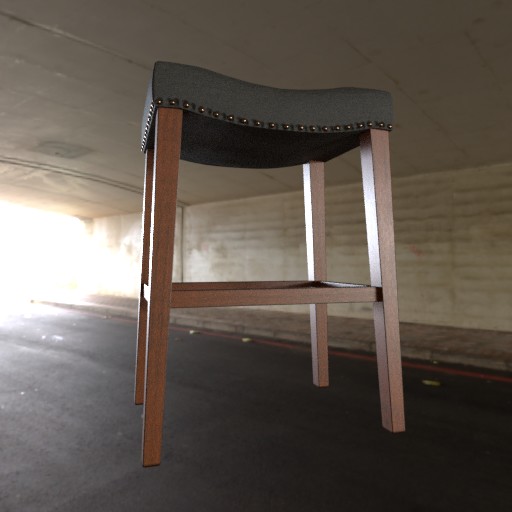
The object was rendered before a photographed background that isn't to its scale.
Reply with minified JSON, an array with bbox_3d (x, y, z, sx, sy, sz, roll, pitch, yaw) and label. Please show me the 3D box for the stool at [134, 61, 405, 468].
[{"bbox_3d":[0.000,0.000,0.854,0.439,0.612,0.320,0,-1,-17],"label":"stool"}]
